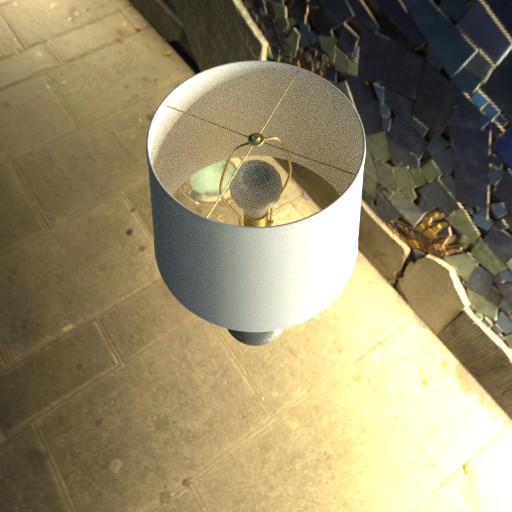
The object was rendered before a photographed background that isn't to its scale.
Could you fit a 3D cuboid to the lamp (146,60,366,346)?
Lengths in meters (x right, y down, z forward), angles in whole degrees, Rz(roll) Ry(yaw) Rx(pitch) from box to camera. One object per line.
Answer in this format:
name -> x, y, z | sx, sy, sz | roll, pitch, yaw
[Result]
lamp -> 0.000, 0.000, 0.786 | 0.328, 0.612, 0.328 | 0, 63, 0
